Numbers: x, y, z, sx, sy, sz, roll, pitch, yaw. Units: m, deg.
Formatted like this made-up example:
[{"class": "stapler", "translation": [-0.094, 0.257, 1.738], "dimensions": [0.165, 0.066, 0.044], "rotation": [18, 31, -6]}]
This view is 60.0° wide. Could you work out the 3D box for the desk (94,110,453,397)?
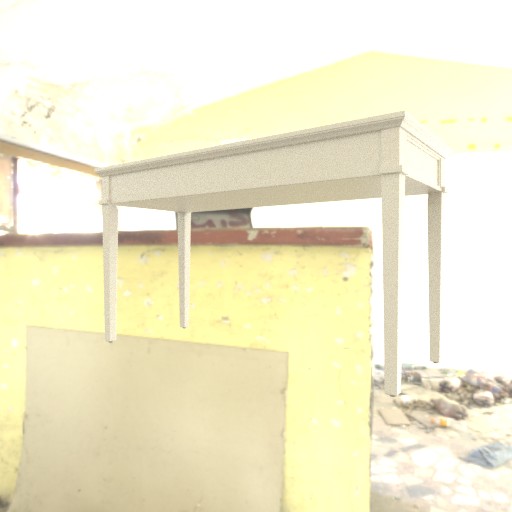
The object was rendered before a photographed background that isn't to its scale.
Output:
[{"class": "desk", "translation": [0.000, 0.000, 1.794], "dimensions": [1.372, 0.774, 0.559], "rotation": [0, 0, 36]}]
